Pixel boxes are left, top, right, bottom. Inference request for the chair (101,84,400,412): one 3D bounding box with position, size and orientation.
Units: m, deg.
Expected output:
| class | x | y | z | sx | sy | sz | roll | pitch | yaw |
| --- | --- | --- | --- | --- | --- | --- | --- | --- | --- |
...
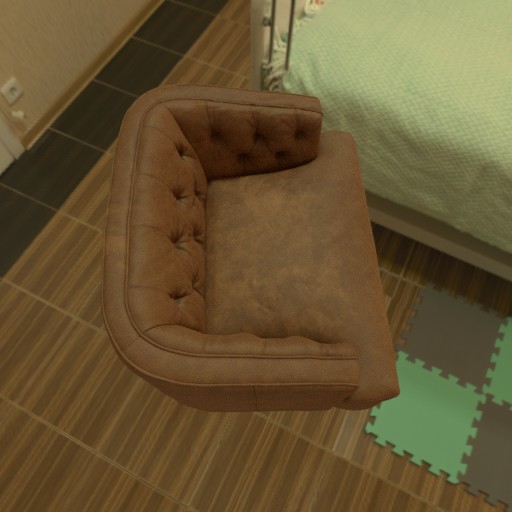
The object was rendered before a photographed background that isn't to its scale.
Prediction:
| class | x | y | z | sx | sy | sz | roll | pitch | yaw |
| --- | --- | --- | --- | --- | --- | --- | --- | --- | --- |
| chair | 0.000 | 0.000 | 1.694 | 0.911 | 0.836 | 1.119 | -2 | 64 | -1 |
